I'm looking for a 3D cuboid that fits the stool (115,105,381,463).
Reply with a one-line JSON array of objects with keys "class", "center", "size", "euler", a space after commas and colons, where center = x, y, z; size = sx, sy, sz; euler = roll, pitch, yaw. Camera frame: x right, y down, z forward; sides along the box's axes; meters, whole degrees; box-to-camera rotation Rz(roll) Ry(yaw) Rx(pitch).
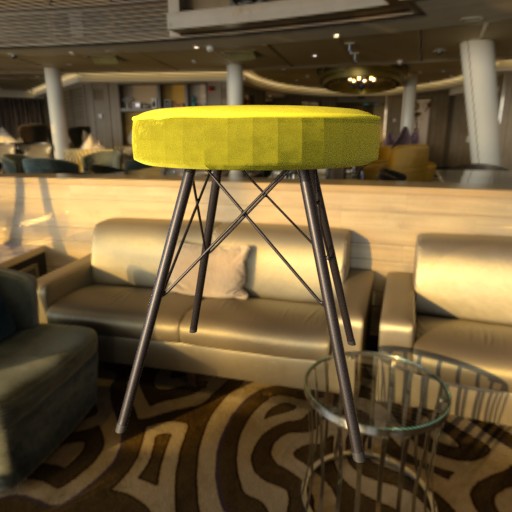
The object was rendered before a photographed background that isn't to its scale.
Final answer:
[{"class": "stool", "center": [0.000, 0.000, 0.810], "size": [0.409, 0.508, 0.409], "euler": [3, 16, 10]}]
